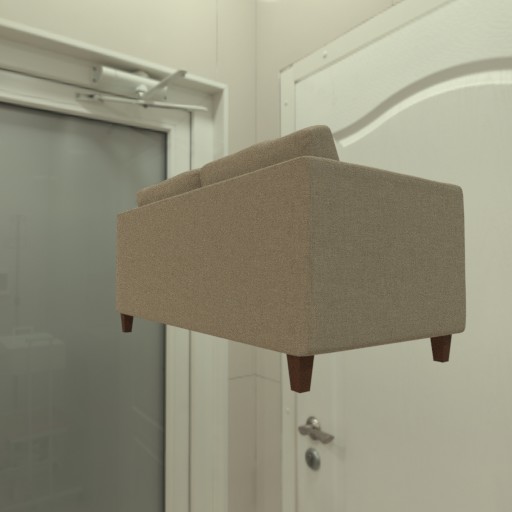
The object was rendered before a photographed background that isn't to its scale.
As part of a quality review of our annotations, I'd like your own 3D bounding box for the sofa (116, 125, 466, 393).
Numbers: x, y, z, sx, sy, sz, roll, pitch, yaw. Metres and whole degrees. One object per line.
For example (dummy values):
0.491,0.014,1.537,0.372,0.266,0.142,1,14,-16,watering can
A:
0.000,0.000,2.398,0.951,0.947,1.884,1,-2,-35,sofa
